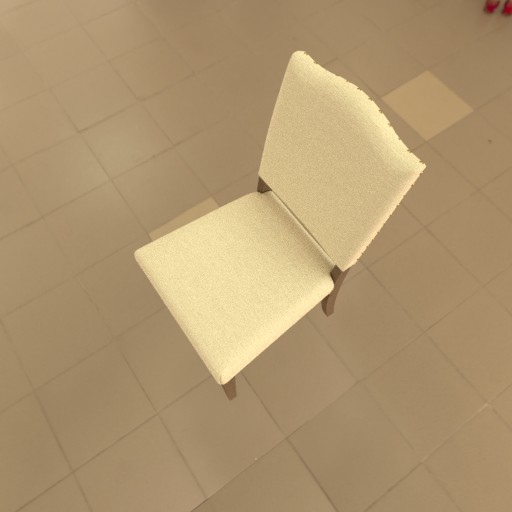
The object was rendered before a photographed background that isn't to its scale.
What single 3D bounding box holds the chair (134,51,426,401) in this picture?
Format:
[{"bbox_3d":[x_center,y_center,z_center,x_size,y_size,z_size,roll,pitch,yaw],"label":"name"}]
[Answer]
[{"bbox_3d":[0.000,0.000,1.384,0.619,1.015,0.508,-33,70,-14],"label":"chair"}]
